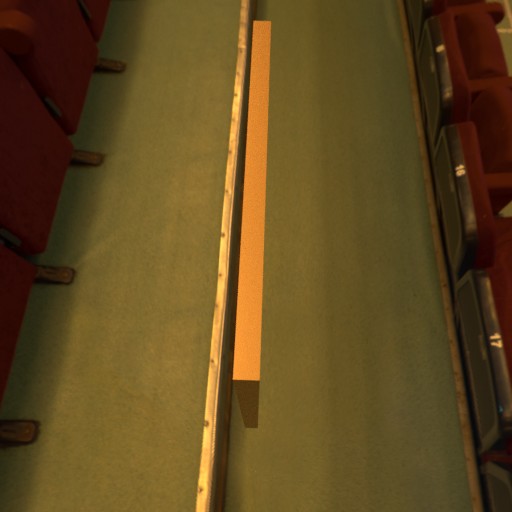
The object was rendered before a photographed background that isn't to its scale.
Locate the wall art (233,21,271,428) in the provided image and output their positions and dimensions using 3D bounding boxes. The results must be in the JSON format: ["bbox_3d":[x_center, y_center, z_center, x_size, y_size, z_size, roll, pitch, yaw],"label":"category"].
[{"bbox_3d":[0.000,0.000,1.136,0.038,0.762,0.762,2,64,1],"label":"wall art"}]
